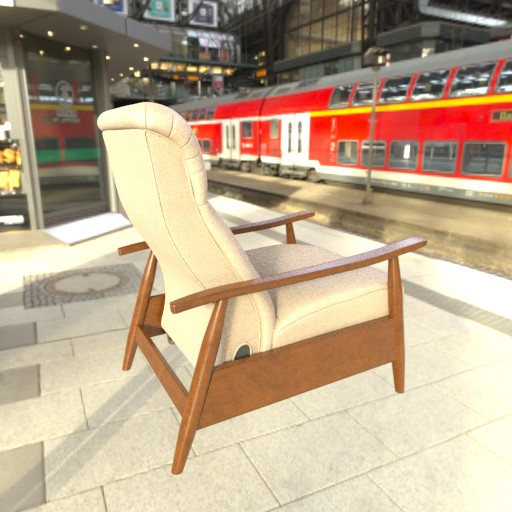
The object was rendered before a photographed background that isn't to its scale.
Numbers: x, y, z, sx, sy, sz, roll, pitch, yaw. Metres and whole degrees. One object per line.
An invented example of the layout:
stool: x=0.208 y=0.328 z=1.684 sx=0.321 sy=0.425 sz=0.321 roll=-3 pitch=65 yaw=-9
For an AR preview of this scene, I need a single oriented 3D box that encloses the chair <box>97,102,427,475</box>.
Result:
chair: x=0.000 y=0.000 z=1.731 sx=1.030 sy=1.082 sz=0.762 roll=-8 pitch=17 yaw=-27
